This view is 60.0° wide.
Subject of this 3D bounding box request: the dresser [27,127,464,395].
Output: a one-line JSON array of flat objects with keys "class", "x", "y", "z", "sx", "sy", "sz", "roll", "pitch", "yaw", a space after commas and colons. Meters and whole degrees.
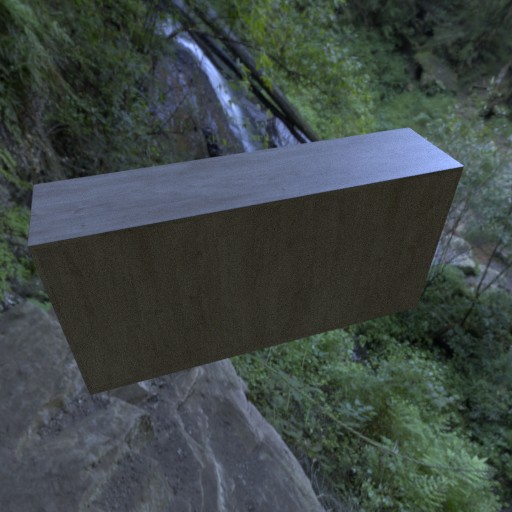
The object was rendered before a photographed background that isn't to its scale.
[{"class": "dresser", "x": 0.000, "y": 0.000, "z": 1.928, "sx": 1.590, "sy": 0.795, "sz": 0.390, "roll": -12, "pitch": 41, "yaw": -14}]
